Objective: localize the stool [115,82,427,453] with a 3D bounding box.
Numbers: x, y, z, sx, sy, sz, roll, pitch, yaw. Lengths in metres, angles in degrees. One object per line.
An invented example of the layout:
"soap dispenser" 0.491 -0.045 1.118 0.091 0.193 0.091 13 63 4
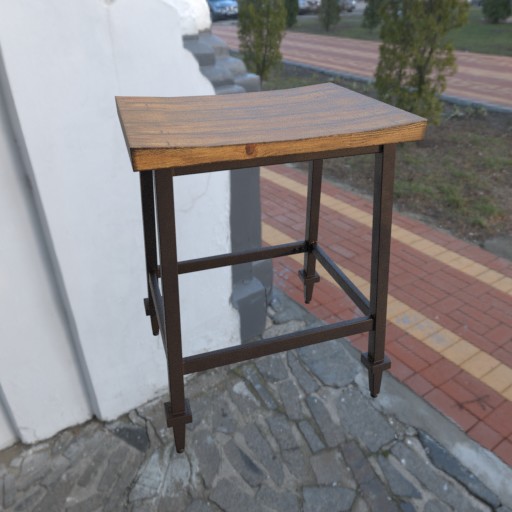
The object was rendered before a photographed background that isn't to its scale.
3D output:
"stool" 0.000 0.000 0.954 0.486 0.625 0.405 -10 32 -16
